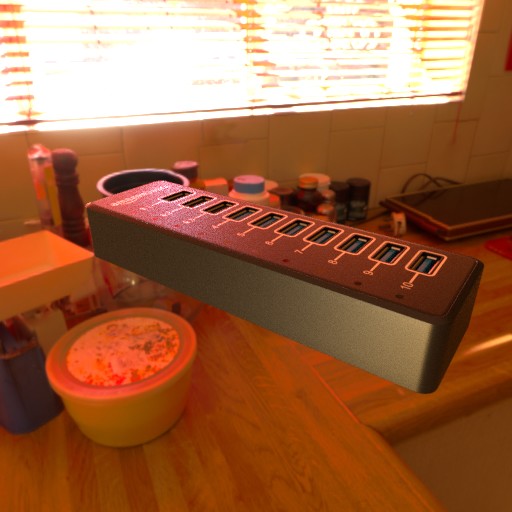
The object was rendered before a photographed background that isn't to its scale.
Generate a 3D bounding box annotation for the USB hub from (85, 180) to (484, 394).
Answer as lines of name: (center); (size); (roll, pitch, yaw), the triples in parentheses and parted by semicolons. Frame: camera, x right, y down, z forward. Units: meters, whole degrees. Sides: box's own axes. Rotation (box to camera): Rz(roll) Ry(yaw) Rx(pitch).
USB hub: (0.000, 0.000, 0.164); (0.145, 0.023, 0.044); (18, 32, 32)
